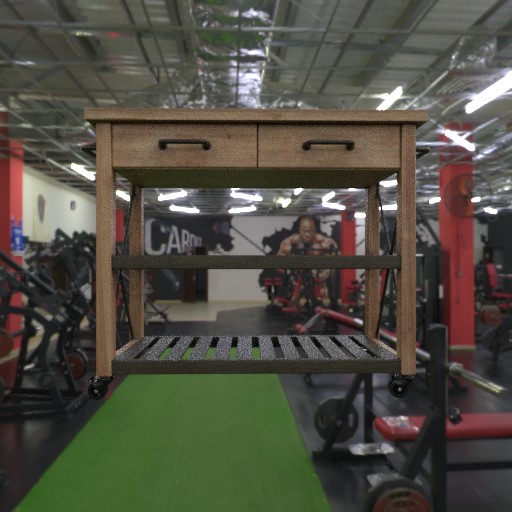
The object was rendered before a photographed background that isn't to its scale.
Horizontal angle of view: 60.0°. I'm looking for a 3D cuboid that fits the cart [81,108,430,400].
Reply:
[{"bbox_3d":[0.000,0.000,0.969,0.686,0.554,0.298,0,0,-1],"label":"cart"}]
